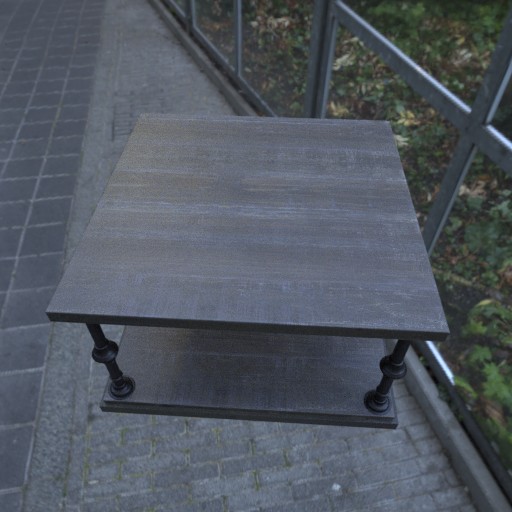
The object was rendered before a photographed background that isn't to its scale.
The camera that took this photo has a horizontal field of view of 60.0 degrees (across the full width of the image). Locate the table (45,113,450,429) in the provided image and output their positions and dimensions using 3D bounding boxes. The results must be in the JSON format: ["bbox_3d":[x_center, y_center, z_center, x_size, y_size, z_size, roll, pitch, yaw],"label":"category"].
[{"bbox_3d":[0.000,0.000,1.144,0.696,0.400,0.696,3,46,2],"label":"table"}]
